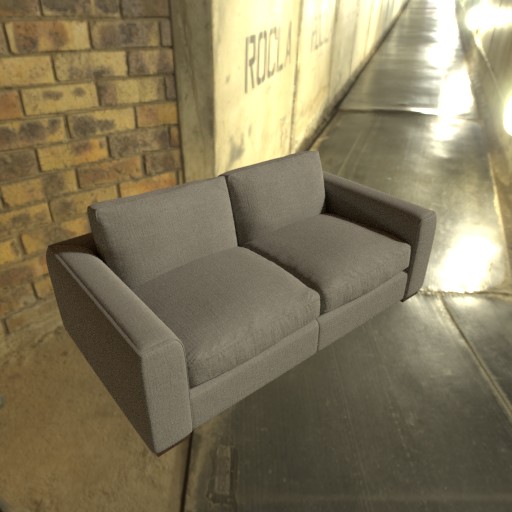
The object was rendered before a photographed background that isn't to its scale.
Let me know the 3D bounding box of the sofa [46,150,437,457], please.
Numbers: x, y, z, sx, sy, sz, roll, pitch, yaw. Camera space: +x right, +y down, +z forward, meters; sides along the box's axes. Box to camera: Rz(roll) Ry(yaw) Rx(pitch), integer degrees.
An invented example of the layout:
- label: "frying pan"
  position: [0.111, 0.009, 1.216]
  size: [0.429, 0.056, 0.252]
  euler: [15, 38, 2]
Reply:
- label: "sofa"
  position: [0.000, 0.000, 2.461]
  size: [1.920, 0.800, 1.069]
  euler: [-22, 37, -33]
